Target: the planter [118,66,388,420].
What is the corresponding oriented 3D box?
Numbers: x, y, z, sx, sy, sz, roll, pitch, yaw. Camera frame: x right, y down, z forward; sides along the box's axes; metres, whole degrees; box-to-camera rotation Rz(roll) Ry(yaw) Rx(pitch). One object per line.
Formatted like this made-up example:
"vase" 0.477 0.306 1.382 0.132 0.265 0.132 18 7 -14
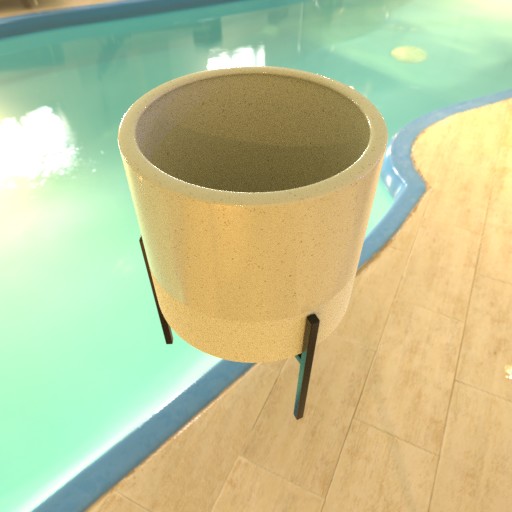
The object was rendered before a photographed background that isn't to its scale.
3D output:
"planter" 0.000 0.000 0.338 0.152 0.230 0.159 24 50 22
